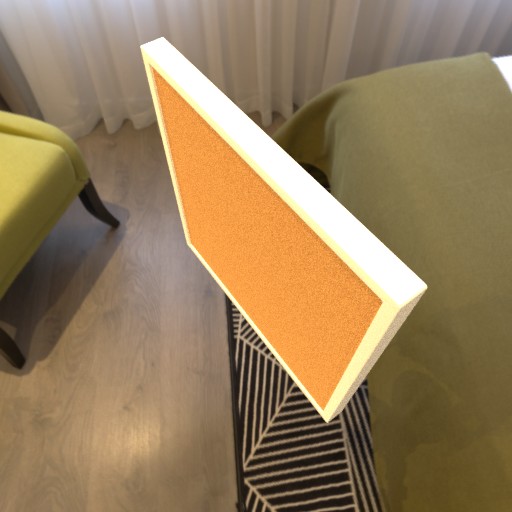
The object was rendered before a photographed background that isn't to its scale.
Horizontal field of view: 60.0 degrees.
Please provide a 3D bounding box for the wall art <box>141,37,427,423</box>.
[{"bbox_3d":[0.000,0.000,0.742,0.038,0.508,0.508,-32,63,-18],"label":"wall art"}]
